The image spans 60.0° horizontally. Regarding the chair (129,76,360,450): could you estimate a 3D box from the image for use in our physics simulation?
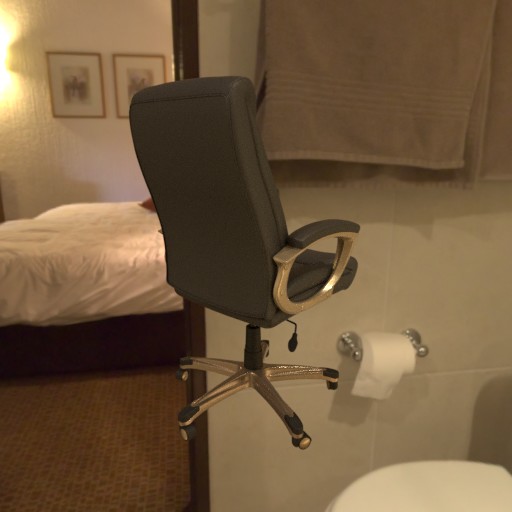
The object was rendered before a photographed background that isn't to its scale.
[{"bbox_3d":[0.000,0.000,1.655,0.694,1.188,0.748,14,20,42],"label":"chair"}]
